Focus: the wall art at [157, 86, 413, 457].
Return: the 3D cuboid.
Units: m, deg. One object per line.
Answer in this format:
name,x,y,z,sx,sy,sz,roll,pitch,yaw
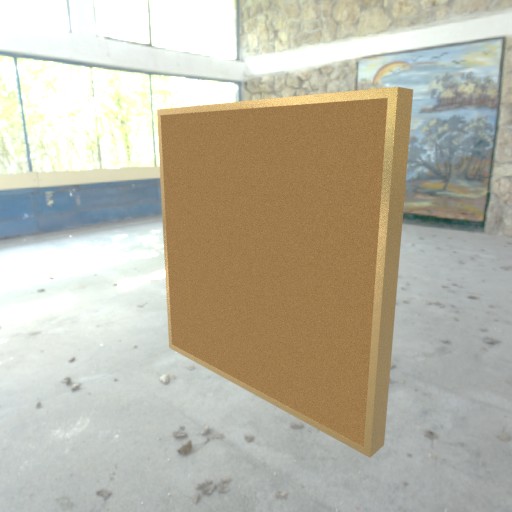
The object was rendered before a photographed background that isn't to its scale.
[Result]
wall art,0.000,0.000,0.771,0.509,0.509,0.040,14,20,43
